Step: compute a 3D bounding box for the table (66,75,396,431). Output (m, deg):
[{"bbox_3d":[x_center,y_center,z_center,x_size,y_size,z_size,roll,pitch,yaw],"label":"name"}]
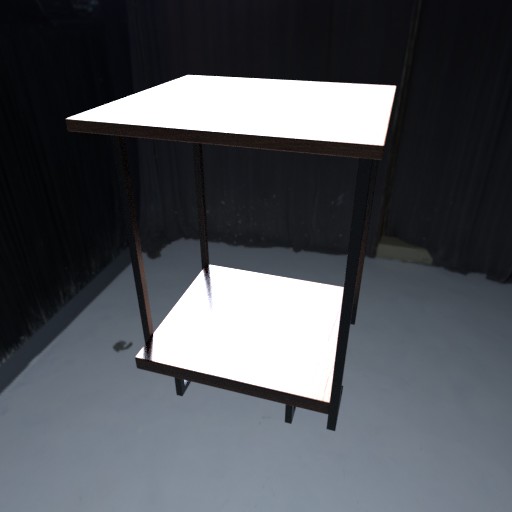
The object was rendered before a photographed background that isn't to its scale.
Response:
[{"bbox_3d":[0.000,0.000,0.836,0.411,0.567,0.384,9,32,15],"label":"table"}]
